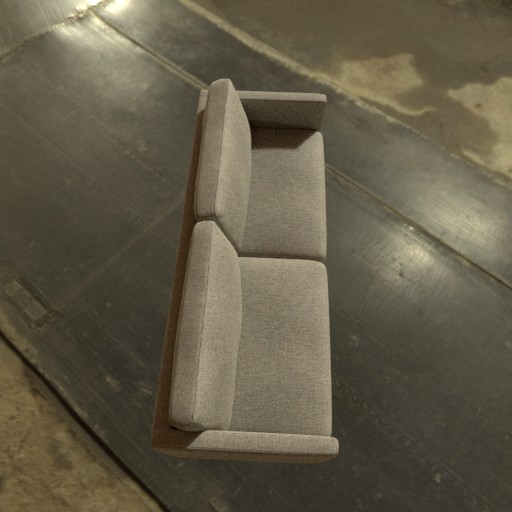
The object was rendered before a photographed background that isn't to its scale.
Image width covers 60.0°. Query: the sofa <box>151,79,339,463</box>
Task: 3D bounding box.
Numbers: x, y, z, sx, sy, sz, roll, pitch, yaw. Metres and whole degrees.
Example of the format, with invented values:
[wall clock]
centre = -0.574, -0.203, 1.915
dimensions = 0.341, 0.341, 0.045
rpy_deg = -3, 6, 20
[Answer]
[sofa]
centre = 0.000, 0.000, 2.917
dimensions = 0.948, 0.951, 2.434
rpy_deg = 2, 63, 1
